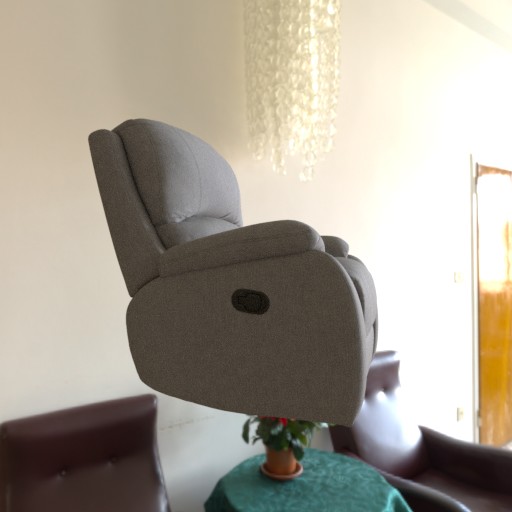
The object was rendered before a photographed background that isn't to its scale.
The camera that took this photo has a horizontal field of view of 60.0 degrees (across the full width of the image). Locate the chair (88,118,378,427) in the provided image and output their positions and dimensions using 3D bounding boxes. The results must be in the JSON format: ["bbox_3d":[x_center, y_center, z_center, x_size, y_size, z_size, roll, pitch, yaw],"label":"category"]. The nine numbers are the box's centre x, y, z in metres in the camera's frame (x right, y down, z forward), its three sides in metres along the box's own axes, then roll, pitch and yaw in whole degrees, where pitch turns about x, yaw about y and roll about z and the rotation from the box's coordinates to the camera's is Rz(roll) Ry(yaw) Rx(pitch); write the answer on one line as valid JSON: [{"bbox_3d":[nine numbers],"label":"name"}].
[{"bbox_3d":[0.000,0.000,1.722,0.899,1.011,0.930,0,-1,18],"label":"chair"}]
